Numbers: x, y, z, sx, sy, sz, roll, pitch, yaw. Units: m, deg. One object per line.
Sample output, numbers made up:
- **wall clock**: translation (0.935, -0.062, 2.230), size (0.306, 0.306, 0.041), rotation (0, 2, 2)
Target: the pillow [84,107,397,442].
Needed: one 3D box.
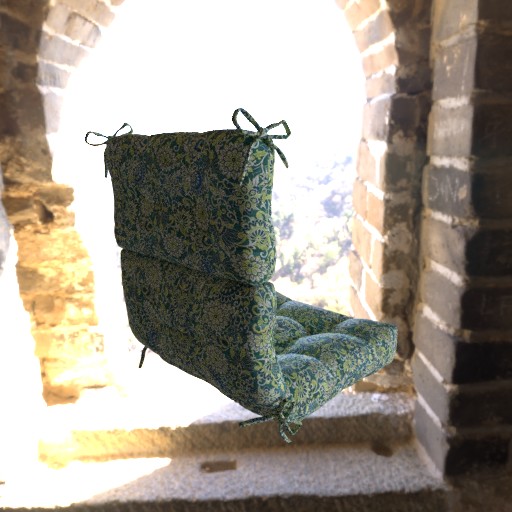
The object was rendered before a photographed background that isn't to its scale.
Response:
- **pillow**: translation (0.000, 0.000, 1.044), size (0.519, 0.605, 0.571), rotation (13, 18, 43)
